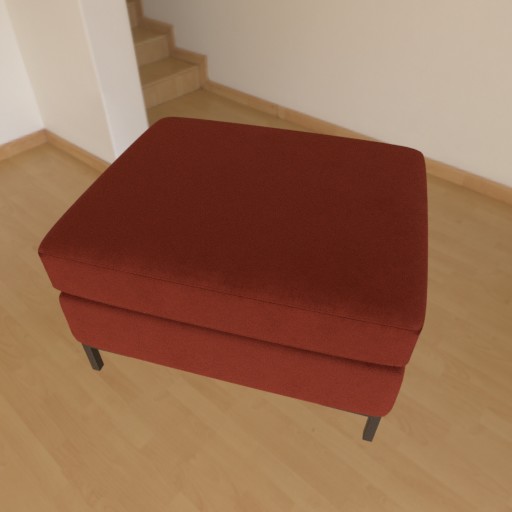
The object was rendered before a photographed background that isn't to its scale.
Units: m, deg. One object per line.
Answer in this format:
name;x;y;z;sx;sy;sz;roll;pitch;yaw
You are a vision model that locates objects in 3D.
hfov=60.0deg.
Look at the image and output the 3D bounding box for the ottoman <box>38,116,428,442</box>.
ottoman;0.000;0.000;1.170;0.782;0.462;0.650;11;44;11
